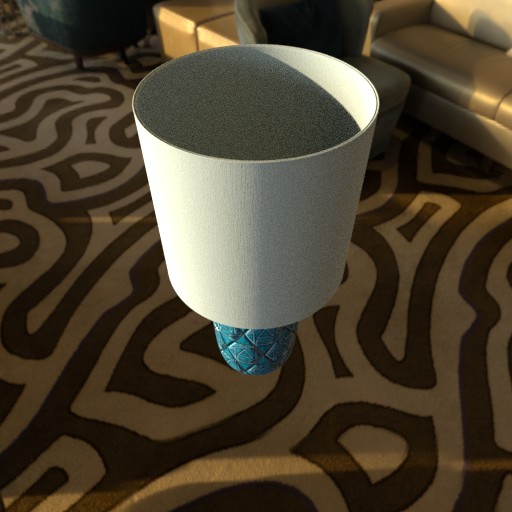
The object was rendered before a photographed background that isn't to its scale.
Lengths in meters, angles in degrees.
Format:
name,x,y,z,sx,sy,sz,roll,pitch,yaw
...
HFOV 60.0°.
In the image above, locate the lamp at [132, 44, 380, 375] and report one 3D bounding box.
name,x,y,z,sx,sy,sz,roll,pitch,yaw
lamp,0.000,0.000,0.488,0.193,0.377,0.193,-30,53,-26
